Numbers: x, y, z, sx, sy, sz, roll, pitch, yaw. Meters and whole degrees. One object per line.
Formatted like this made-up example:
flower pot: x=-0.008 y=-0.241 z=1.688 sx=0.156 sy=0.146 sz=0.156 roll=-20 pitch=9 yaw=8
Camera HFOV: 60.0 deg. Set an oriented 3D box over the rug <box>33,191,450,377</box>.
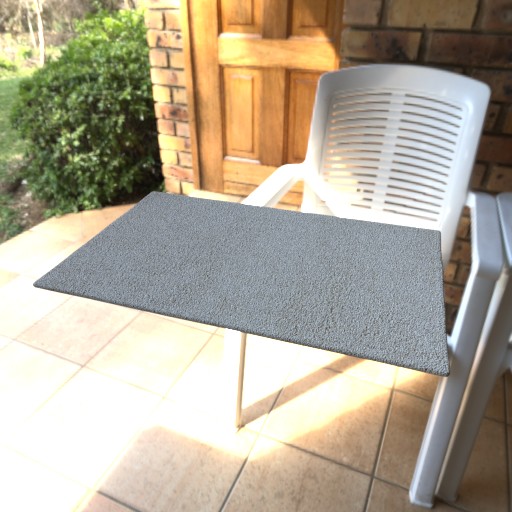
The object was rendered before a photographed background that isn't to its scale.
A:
rug: x=0.000 y=0.000 z=3.049 sx=2.438 sy=0.030 sz=1.524 roll=10 pitch=33 yaw=15
